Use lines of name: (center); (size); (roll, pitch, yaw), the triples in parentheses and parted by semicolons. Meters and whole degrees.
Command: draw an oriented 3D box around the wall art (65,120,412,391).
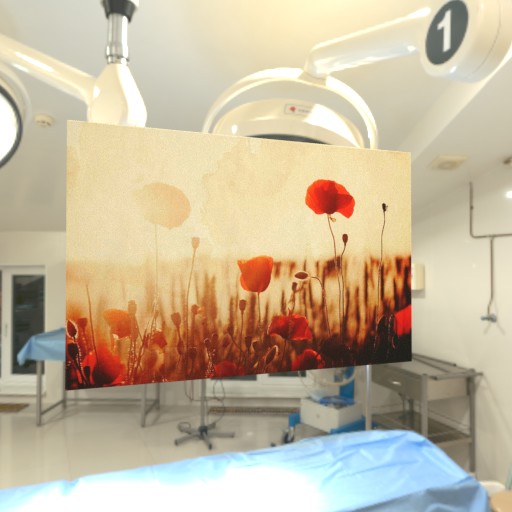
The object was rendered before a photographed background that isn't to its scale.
wall art: (0.000, 0.000, 0.488); (0.383, 0.251, 0.037); (0, -1, -19)
